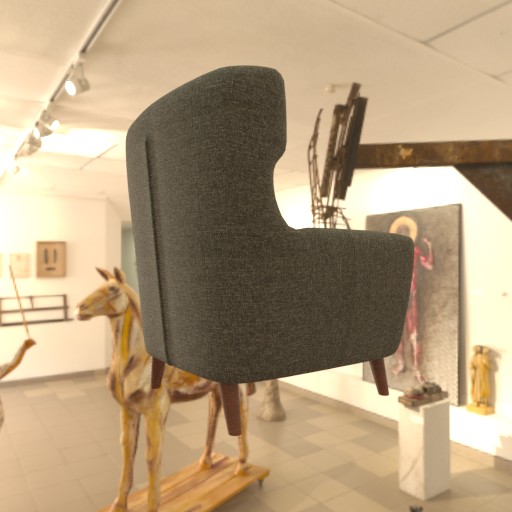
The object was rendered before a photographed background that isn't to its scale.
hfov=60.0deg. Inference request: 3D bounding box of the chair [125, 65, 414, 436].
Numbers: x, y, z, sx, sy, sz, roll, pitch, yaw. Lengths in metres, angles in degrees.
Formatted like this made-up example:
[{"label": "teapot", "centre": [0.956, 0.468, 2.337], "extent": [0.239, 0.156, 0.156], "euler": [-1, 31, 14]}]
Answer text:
[{"label": "chair", "centre": [0.000, 0.000, 1.728], "extent": [0.904, 1.063, 0.878], "euler": [1, -1, -35]}]
